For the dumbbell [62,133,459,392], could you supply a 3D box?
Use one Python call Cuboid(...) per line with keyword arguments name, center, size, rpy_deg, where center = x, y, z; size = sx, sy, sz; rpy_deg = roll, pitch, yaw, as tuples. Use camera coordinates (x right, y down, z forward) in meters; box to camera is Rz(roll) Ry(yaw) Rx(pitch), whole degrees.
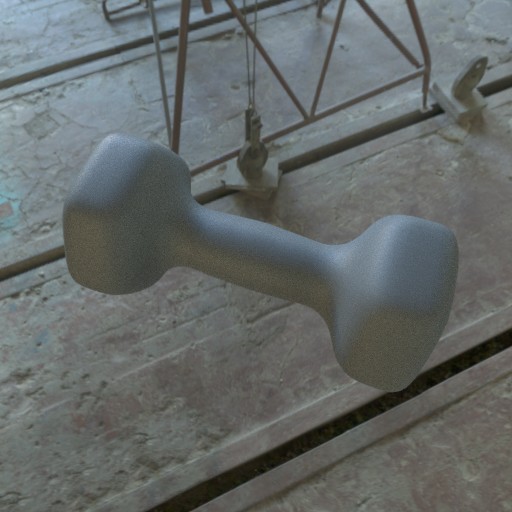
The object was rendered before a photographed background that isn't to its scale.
Cuboid(name="dumbbell", center=(0.000, 0.000, 0.226), size=(0.184, 0.081, 0.090), rpy_deg=(18, 66, 9))
